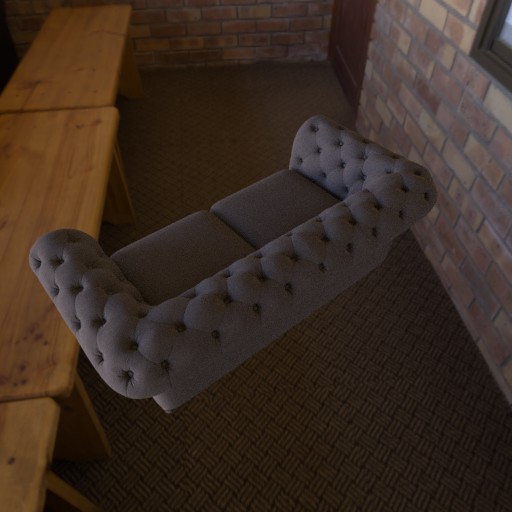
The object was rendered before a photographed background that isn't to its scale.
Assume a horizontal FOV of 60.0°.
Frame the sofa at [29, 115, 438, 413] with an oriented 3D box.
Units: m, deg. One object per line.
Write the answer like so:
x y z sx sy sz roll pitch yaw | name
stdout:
0.000 0.000 2.433 1.998 0.764 0.986 -30 53 -26 | sofa
